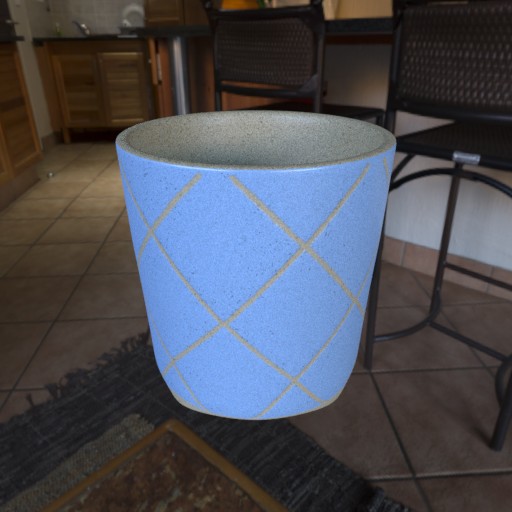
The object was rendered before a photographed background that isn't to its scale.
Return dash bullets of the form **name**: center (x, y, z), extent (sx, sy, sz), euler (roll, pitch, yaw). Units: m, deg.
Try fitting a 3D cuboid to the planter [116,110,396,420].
- **planter**: center (0.000, 0.000, 0.425), extent (0.227, 0.235, 0.227), euler (0, 27, 0)
